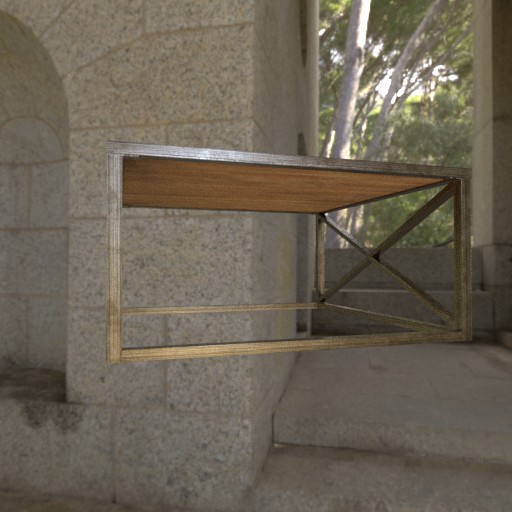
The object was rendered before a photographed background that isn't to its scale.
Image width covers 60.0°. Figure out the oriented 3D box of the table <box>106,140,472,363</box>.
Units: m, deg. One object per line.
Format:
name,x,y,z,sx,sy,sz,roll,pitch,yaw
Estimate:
table,0.000,0.000,1.456,0.909,0.451,0.899,0,-1,-17
